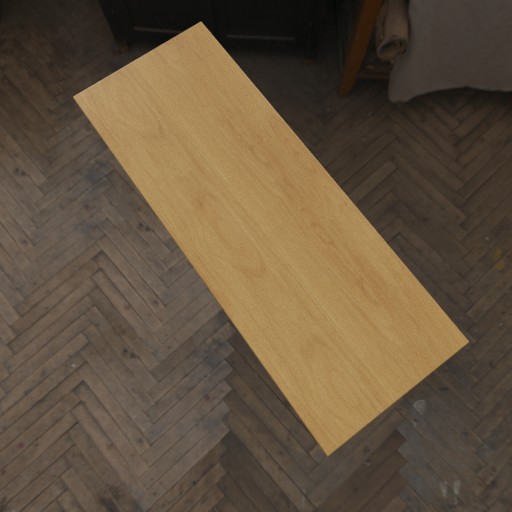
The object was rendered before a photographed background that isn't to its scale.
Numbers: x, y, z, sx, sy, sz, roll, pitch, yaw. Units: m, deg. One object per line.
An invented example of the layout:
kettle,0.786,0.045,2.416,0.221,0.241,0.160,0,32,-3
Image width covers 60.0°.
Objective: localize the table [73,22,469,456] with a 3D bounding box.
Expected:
table,0.000,0.000,1.253,0.340,0.728,0.900,-35,78,-9
